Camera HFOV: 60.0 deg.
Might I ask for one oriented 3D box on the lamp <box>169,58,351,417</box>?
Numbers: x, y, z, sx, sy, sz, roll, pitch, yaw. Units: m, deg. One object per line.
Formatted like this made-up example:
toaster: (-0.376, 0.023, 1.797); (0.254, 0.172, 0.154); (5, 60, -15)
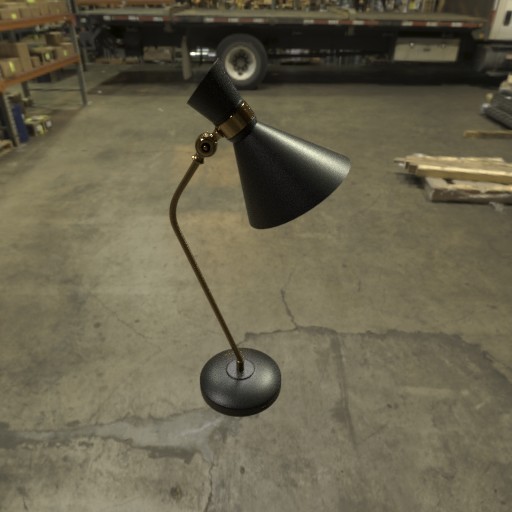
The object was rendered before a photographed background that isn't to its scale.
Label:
lamp: (0.000, 0.000, 0.784); (0.292, 0.647, 0.189); (1, 32, 2)
